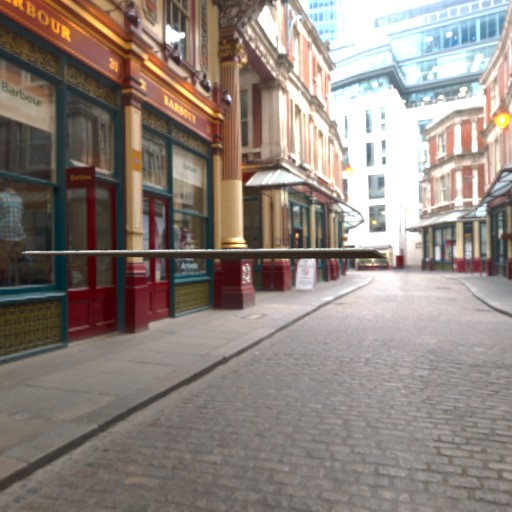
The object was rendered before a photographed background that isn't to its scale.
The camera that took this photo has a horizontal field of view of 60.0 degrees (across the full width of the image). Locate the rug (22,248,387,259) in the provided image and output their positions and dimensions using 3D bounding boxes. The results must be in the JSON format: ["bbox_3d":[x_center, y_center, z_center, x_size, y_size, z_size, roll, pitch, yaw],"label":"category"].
[{"bbox_3d":[0.000,0.000,2.863,1.586,0.014,2.197,0,-1,17],"label":"rug"}]
